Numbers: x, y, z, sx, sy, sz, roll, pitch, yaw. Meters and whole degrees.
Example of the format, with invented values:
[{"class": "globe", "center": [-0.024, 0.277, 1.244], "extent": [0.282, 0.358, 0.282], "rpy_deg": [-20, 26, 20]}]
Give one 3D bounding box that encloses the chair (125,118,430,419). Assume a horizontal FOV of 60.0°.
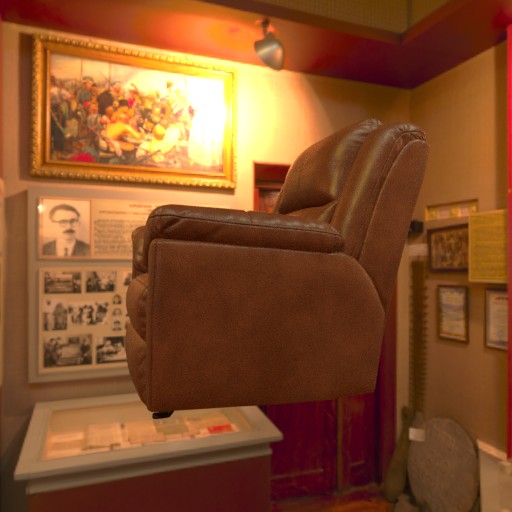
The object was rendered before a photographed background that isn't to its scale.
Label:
[{"class": "chair", "center": [0.000, 0.000, 1.855], "extent": [1.041, 1.093, 0.990], "rpy_deg": [0, -1, -19]}]
